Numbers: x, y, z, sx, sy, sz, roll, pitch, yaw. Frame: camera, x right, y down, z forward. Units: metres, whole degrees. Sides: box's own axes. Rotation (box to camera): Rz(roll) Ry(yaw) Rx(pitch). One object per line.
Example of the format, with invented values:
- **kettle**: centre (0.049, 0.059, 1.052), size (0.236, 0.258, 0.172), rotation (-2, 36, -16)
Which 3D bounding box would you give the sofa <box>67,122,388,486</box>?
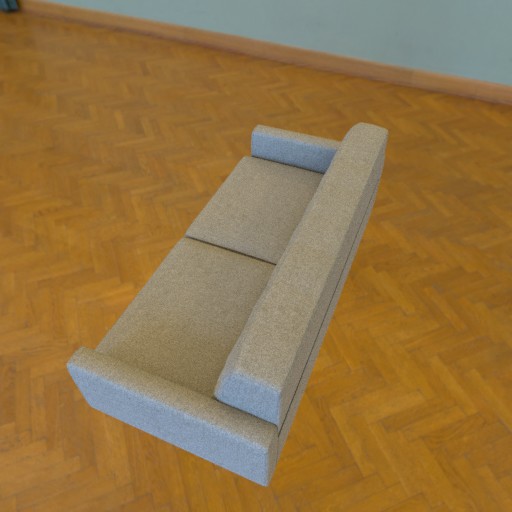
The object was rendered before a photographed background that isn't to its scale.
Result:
- **sofa**: centre (0.000, 0.000, 2.475), size (0.968, 0.873, 2.055), rotation (17, 49, 16)
